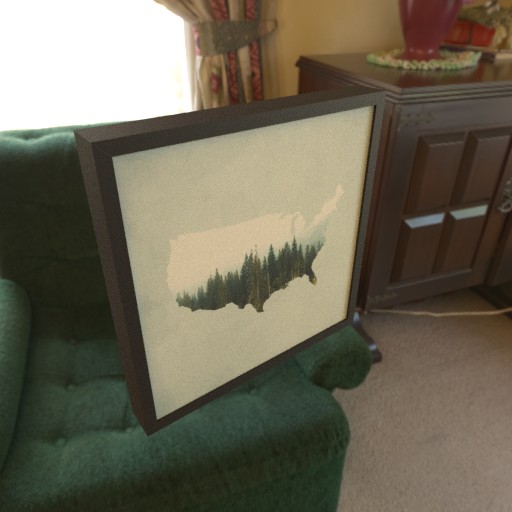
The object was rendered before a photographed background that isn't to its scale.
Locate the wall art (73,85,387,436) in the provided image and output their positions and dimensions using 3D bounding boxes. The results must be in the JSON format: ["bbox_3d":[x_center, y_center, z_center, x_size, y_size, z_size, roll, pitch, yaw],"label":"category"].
[{"bbox_3d":[0.000,0.000,0.466,0.304,0.304,0.038,-21,37,-31],"label":"wall art"}]
